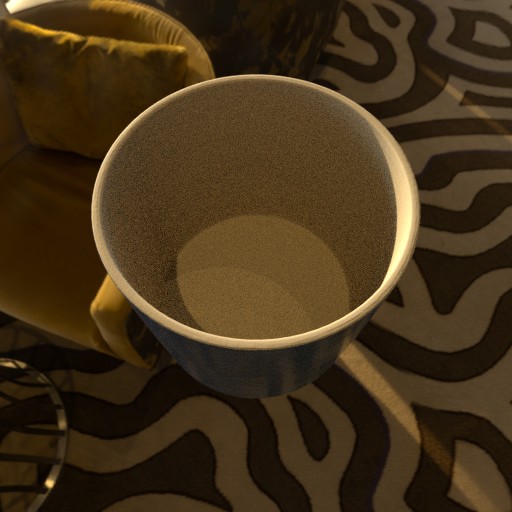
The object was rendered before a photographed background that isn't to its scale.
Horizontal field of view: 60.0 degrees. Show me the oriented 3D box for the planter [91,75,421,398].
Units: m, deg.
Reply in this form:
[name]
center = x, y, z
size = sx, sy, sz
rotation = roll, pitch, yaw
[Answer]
[planter]
center = 0.000, 0.000, 0.391
size = 0.221, 0.201, 0.221
rotation = 0, 63, 0
